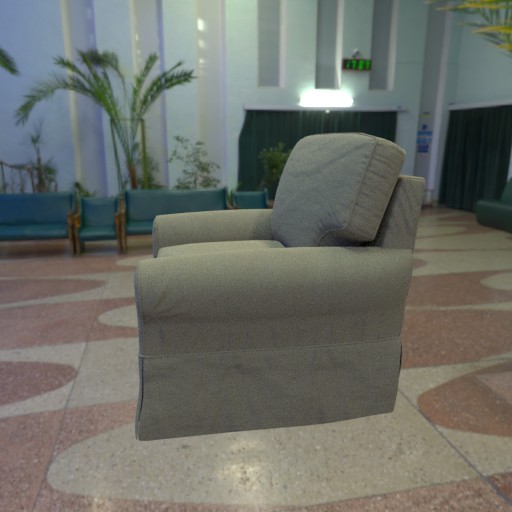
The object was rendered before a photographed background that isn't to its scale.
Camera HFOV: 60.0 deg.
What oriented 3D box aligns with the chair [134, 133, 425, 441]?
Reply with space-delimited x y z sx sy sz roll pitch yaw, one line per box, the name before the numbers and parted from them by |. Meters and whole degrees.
chair | 0.000 0.000 1.906 0.988 1.017 1.135 -2 14 -9
